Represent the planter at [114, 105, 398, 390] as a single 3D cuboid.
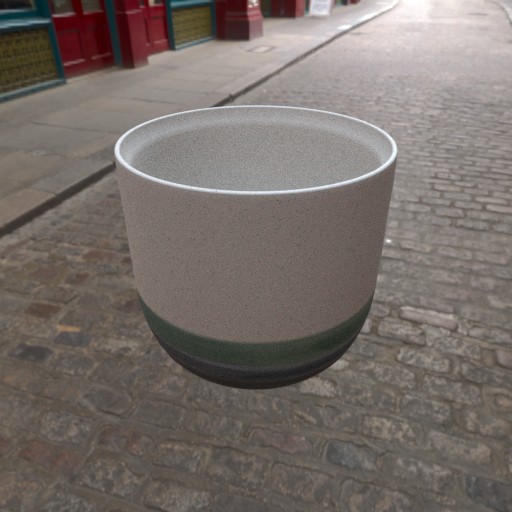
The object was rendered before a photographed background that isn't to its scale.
[{"bbox_3d":[0.000,0.000,0.500,0.268,0.270,0.268,0,32,0],"label":"planter"}]
